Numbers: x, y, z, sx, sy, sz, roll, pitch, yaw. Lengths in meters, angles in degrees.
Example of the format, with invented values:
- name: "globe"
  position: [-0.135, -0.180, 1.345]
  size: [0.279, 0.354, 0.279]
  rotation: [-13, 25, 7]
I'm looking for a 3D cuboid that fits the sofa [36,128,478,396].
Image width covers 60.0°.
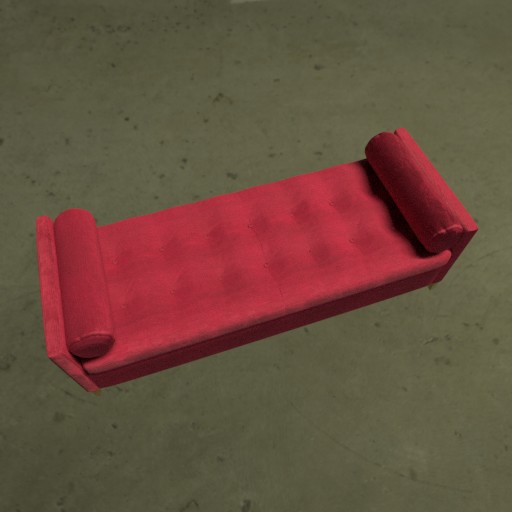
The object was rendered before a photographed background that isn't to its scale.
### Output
- name: "sofa"
  position: [0.000, 0.000, 2.445]
  size: [2.102, 0.705, 0.796]
  rotation: [-16, 59, -10]
